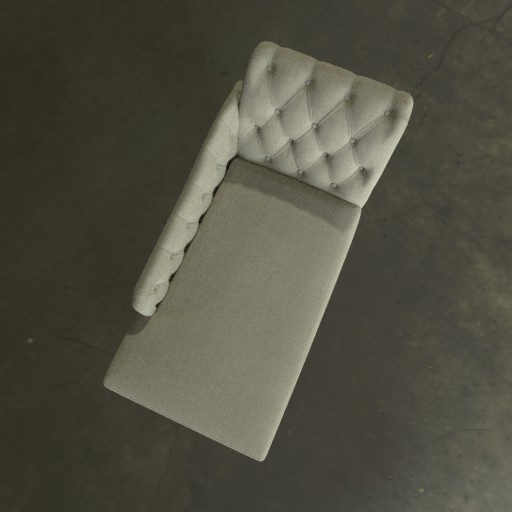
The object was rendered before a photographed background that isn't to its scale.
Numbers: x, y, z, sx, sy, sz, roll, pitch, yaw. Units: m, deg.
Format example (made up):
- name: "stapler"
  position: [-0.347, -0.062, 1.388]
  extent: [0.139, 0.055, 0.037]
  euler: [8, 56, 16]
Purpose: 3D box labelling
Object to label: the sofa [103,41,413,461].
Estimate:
- name: "sofa"
  position: [0.000, 0.000, 1.767]
  extent: [0.675, 0.787, 1.379]
  euler: [23, 76, 6]
